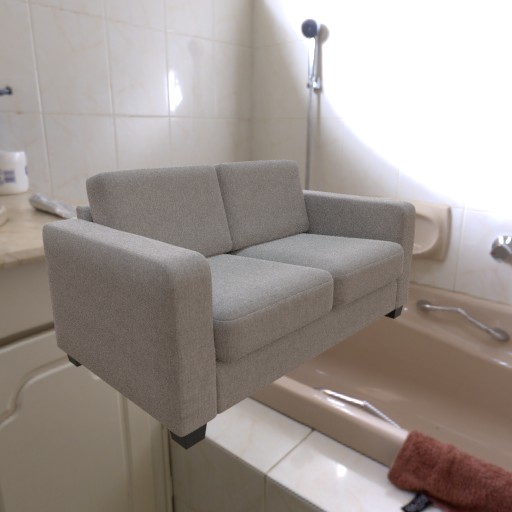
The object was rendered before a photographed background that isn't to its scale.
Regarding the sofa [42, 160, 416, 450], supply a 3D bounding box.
[{"bbox_3d":[0.000,0.000,2.015,0.900,0.800,1.540,14,21,41],"label":"sofa"}]
